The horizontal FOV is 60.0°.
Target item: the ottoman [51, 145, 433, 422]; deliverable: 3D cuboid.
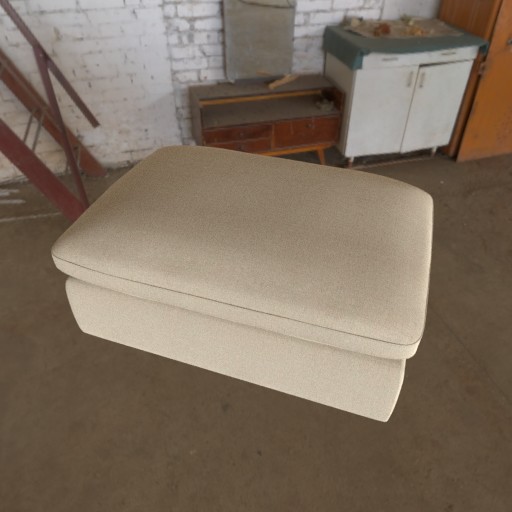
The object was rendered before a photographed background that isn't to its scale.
[{"bbox_3d":[0.000,0.000,1.389,0.984,0.453,0.686,13,42,14],"label":"ottoman"}]
